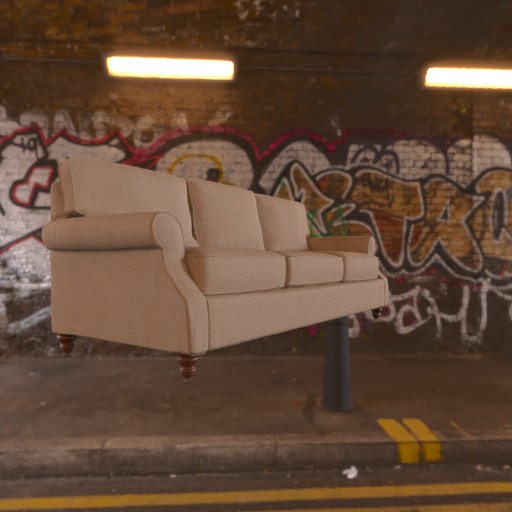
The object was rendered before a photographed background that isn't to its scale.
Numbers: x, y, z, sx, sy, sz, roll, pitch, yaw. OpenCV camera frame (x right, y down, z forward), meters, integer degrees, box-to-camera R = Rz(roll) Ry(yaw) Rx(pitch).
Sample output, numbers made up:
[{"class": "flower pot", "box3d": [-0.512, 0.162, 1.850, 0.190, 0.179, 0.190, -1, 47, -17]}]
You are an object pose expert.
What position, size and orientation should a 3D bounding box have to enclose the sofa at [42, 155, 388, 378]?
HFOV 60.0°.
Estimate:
[{"class": "sofa", "box3d": [0.000, 0.000, 2.764, 0.966, 0.948, 2.354, 0, -1, 35]}]
